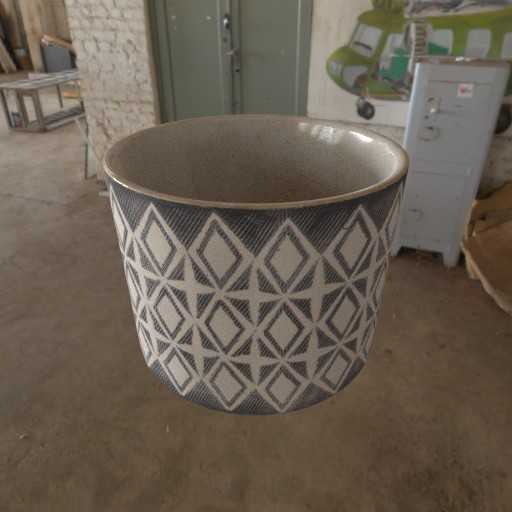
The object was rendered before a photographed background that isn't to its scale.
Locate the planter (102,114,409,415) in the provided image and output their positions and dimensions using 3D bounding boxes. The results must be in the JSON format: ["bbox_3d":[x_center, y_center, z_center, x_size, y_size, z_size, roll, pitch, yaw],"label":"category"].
[{"bbox_3d":[0.000,0.000,0.331,0.192,0.165,0.192,0,30,0],"label":"planter"}]
